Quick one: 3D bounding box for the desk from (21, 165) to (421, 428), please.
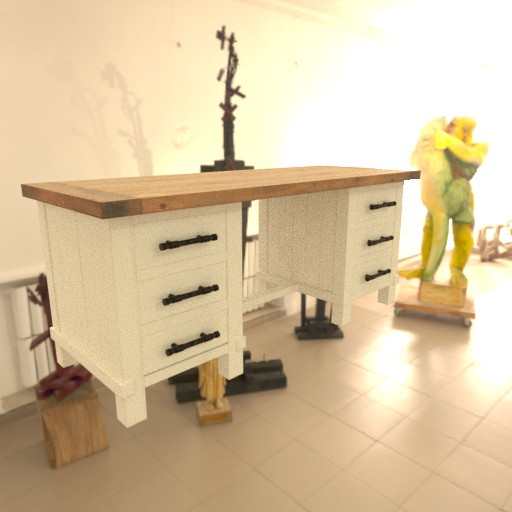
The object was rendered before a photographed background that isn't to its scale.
[{"bbox_3d":[0.000,0.000,2.136,1.803,0.760,0.688,-14,20,-42],"label":"desk"}]
